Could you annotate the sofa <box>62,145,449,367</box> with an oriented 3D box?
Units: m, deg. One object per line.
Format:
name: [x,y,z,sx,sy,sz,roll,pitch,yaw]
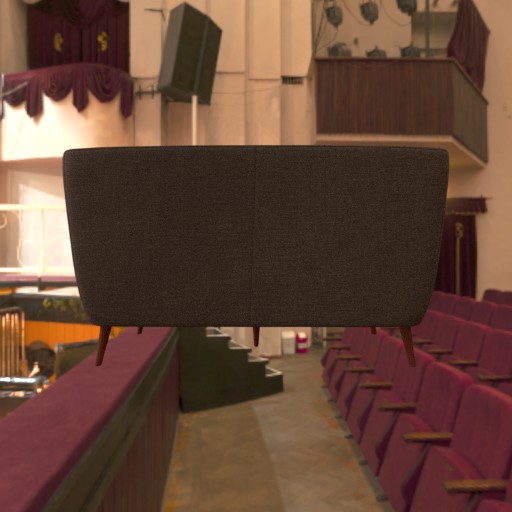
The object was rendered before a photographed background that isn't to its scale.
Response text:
sofa: [0.000,0.000,2.187,1.646,0.887,0.976,0,0,1]
